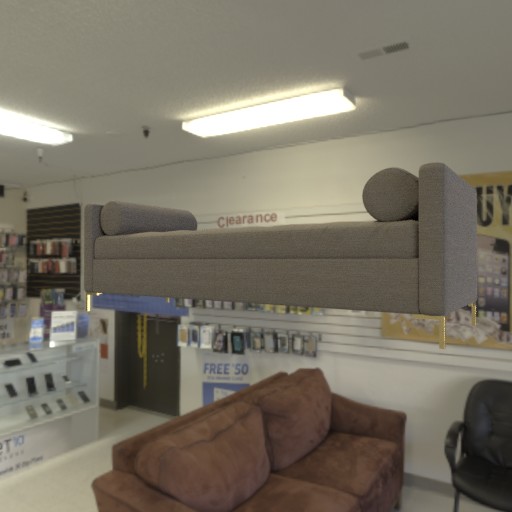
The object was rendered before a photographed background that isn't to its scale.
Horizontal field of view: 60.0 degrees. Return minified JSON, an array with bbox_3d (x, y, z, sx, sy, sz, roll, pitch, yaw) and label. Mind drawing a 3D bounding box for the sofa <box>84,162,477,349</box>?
[{"bbox_3d":[0.000,0.000,2.298,1.981,0.635,0.686,0,-1,35],"label":"sofa"}]
